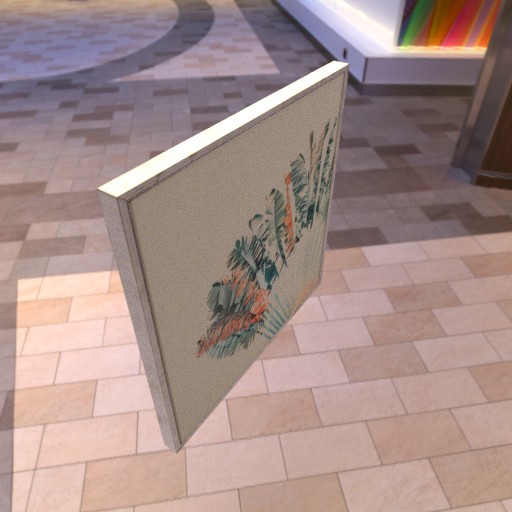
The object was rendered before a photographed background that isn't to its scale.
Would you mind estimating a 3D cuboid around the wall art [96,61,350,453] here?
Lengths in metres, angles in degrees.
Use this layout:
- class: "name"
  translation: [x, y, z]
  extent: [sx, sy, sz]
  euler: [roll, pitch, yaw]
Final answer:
- class: "wall art"
  translation: [0.000, 0.000, 0.751]
  extent: [0.029, 0.506, 0.508]
  euler: [24, 45, 26]
